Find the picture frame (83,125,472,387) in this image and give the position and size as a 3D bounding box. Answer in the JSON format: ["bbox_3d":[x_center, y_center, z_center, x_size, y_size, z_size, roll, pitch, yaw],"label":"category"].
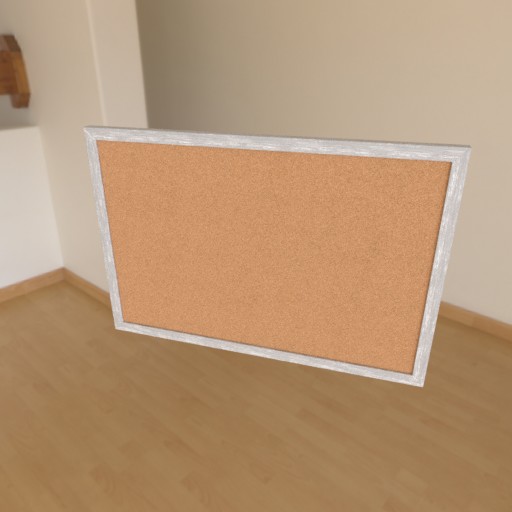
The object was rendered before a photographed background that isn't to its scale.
[{"bbox_3d":[0.000,0.000,1.199,0.950,0.640,0.029,7,26,15],"label":"picture frame"}]
